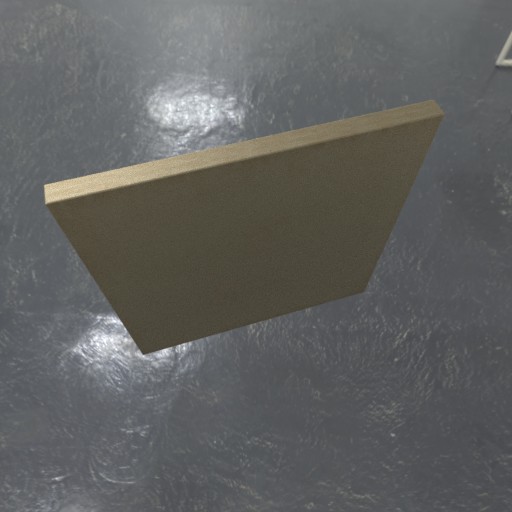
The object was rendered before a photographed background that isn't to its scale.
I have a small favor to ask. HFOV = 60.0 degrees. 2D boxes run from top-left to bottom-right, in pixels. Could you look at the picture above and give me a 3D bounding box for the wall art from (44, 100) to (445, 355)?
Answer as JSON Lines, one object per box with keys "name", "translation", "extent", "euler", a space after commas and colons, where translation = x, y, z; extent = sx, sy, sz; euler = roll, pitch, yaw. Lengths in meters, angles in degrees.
{"name": "wall art", "translation": [0.000, 0.000, 0.757], "extent": [0.503, 0.506, 0.030], "euler": [-15, 59, -9]}
